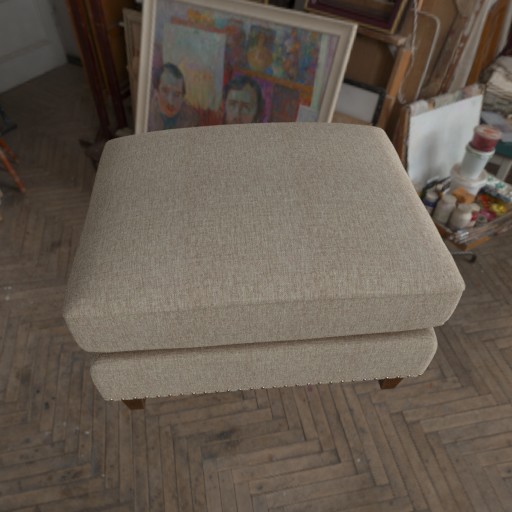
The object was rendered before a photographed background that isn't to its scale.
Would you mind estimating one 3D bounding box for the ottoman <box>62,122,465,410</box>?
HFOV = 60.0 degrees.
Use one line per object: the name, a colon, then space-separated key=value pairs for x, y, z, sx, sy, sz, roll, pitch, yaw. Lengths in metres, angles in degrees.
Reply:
ottoman: x=0.000 y=0.000 z=1.107 sx=0.741 sy=0.513 sz=0.584 roll=-4 pitch=47 yaw=-3
